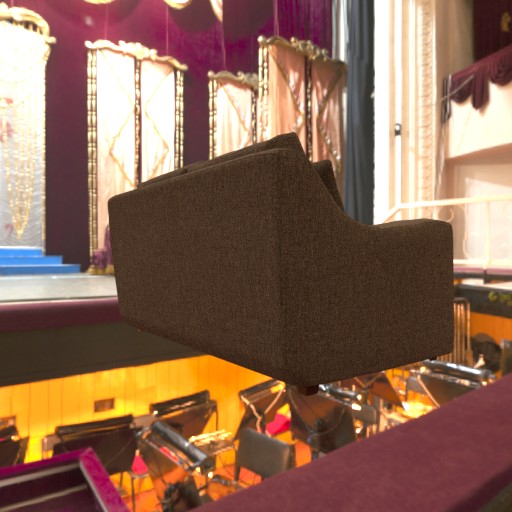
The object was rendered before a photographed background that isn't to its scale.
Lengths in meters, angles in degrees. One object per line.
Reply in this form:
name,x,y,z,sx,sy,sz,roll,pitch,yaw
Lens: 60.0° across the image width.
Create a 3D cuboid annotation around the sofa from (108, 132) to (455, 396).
sofa,0.000,0.000,2.457,1.120,0.991,1.778,0,1,-36
